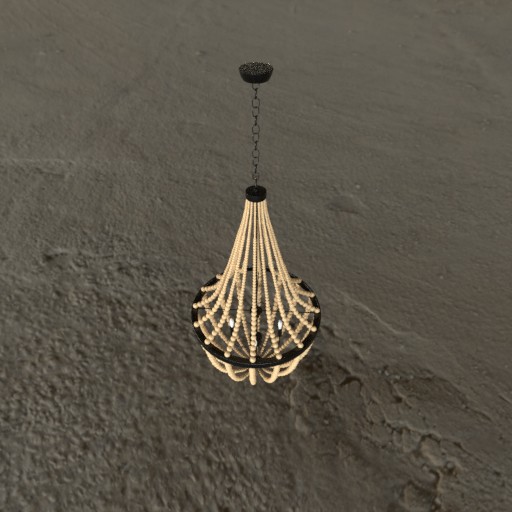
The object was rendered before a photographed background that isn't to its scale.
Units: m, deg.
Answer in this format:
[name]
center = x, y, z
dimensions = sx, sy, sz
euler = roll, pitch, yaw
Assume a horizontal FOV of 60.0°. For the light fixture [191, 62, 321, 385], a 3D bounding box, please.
[light fixture]
center = 0.000, 0.000, 1.374
dimensions = 0.450, 1.133, 0.450
euler = 0, 42, 0
